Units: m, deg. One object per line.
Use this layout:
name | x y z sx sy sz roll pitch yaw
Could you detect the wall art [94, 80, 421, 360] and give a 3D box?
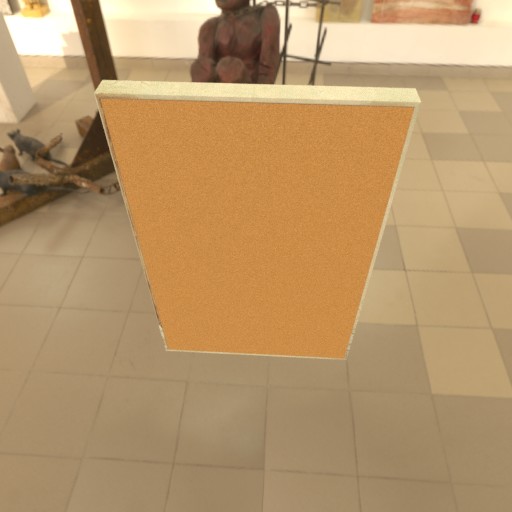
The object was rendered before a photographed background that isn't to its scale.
wall art | 0.000 0.000 0.778 0.403 0.607 0.036 2 47 2
